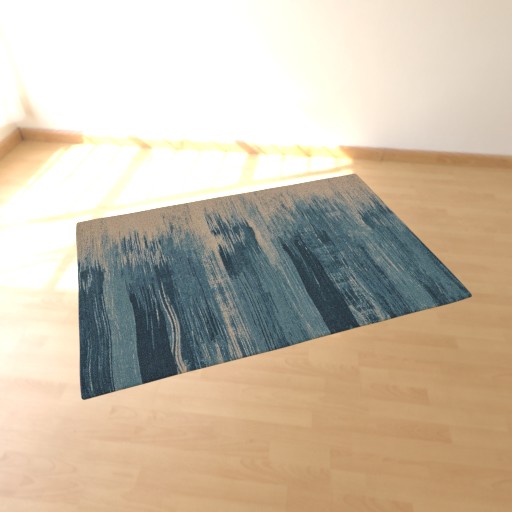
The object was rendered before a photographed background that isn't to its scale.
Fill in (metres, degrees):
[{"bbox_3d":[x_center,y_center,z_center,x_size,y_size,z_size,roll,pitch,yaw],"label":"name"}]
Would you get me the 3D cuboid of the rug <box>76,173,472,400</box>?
[{"bbox_3d":[0.000,0.000,2.380,1.836,0.009,1.232,-12,42,-14],"label":"rug"}]
